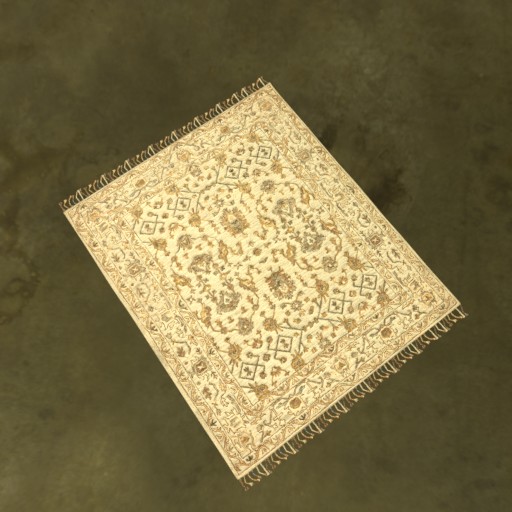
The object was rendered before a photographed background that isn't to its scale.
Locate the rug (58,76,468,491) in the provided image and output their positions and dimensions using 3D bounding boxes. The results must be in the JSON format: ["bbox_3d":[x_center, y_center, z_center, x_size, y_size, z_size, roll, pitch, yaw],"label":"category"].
[{"bbox_3d":[0.000,0.000,4.031,2.426,0.034,3.061,-35,77,-9],"label":"rug"}]
